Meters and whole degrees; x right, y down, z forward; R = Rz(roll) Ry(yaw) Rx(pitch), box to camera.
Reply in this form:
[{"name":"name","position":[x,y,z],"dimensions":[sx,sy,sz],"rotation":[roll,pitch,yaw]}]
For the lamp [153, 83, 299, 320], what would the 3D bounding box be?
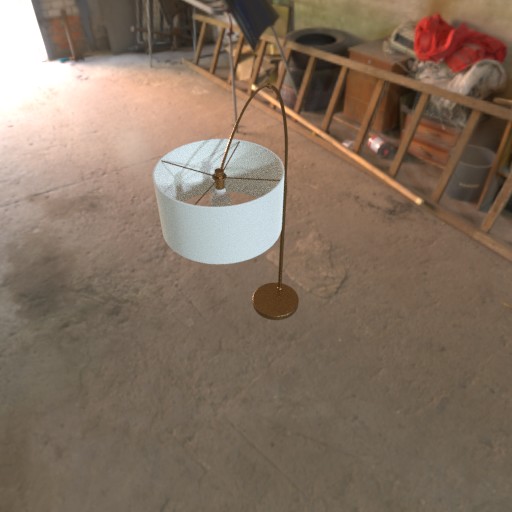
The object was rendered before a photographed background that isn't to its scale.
[{"name":"lamp","position":[0.000,0.000,2.565],"dimensions":[0.493,1.927,1.434],"rotation":[12,43,13]}]
